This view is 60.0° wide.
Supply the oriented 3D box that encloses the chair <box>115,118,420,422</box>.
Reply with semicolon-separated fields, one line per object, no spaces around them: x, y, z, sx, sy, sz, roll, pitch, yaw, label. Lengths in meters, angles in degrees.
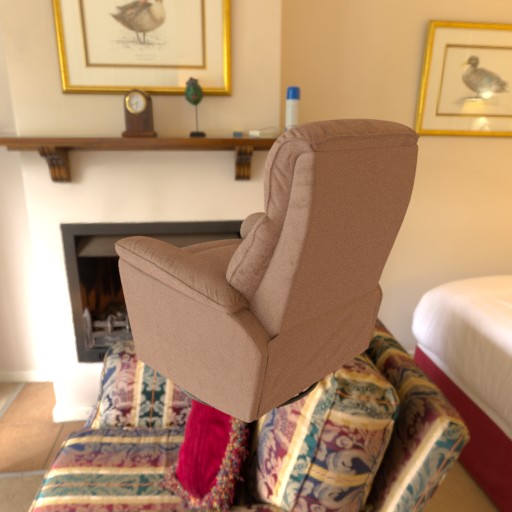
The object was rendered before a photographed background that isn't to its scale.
0.000;0.000;1.757;0.820;1.037;1.004;-16;23;-42;chair
